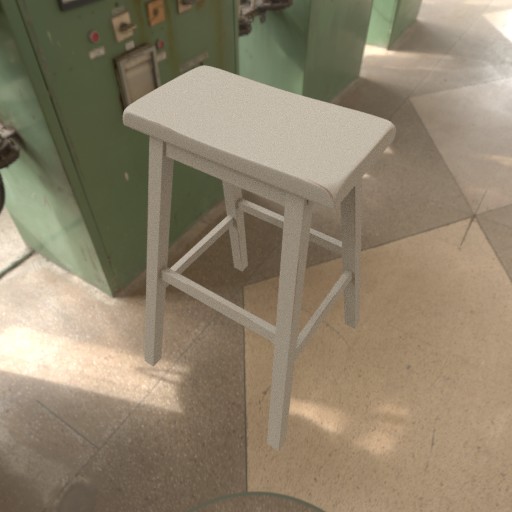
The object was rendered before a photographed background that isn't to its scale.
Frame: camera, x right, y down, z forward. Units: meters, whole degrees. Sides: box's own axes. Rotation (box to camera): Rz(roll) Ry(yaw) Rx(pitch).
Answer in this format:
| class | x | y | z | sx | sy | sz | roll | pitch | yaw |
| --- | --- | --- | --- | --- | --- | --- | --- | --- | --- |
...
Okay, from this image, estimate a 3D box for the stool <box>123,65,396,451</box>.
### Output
| class | x | y | z | sx | sy | sz | roll | pitch | yaw |
| --- | --- | --- | --- | --- | --- | --- | --- | --- | --- |
| stool | 0.000 | 0.000 | 1.067 | 0.457 | 0.737 | 0.476 | 26 | 52 | 23 |
